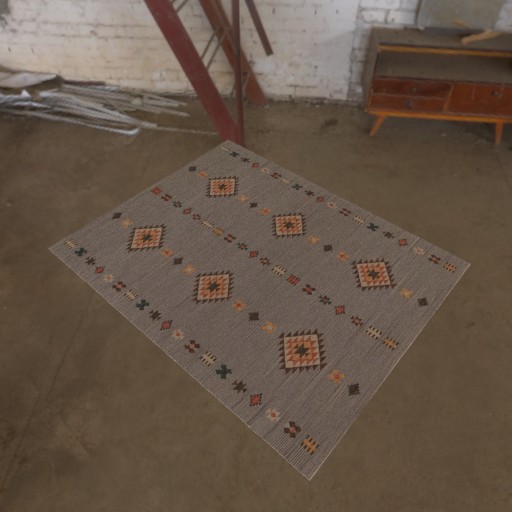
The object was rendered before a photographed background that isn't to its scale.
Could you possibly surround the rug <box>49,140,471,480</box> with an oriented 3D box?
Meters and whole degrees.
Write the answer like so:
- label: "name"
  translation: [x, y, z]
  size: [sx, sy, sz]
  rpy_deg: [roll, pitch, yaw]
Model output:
- label: "rug"
  translation: [0.000, 0.000, 4.070]
  size: [3.035, 0.008, 2.425]
  rpy_deg: [33, 55, 27]
